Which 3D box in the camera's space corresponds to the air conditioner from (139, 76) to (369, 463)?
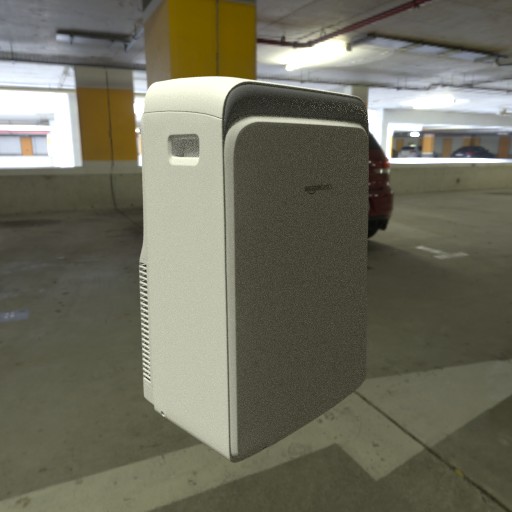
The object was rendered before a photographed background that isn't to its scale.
[{"bbox_3d":[0.000,0.000,0.960,0.454,0.700,0.365,-12,18,-42],"label":"air conditioner"}]
